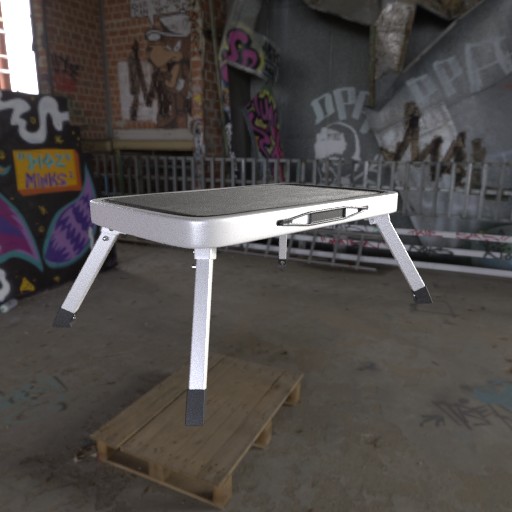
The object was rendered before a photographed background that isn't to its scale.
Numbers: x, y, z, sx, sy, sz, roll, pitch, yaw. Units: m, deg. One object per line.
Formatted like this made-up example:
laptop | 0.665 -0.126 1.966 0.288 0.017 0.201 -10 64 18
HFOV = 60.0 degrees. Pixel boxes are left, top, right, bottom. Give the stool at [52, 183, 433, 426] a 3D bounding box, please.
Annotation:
stool | 0.000 0.000 0.617 0.460 0.170 0.320 -13 19 -43
